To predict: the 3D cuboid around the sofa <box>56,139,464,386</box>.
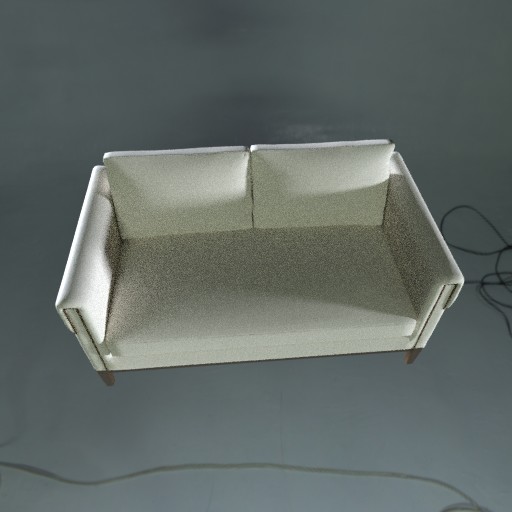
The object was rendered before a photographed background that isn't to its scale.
[{"bbox_3d":[0.000,0.000,2.152,1.598,0.873,0.905,-3,48,-3],"label":"sofa"}]
